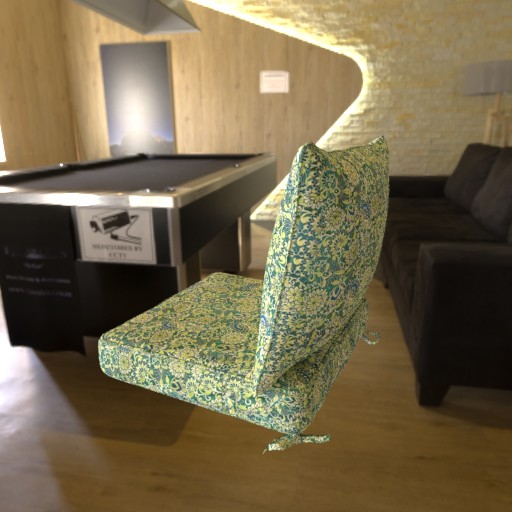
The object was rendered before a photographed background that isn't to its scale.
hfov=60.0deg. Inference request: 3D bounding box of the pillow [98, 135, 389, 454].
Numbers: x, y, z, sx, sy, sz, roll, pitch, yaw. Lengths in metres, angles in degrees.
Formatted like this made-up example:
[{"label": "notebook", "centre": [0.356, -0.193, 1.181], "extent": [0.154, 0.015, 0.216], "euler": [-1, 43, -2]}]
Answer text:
[{"label": "pillow", "centre": [0.000, 0.000, 1.372], "extent": [0.740, 0.722, 0.798], "euler": [8, 19, 25]}]
